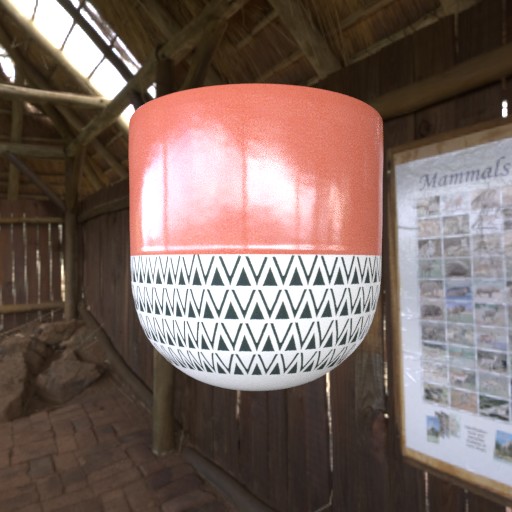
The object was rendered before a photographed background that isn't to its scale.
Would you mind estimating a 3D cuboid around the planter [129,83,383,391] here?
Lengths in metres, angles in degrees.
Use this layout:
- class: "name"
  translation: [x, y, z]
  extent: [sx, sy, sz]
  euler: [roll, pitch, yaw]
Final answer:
- class: "planter"
  translation: [0.000, 0.000, 0.480]
  extent: [0.266, 0.270, 0.266]
  euler: [0, -1, 0]
